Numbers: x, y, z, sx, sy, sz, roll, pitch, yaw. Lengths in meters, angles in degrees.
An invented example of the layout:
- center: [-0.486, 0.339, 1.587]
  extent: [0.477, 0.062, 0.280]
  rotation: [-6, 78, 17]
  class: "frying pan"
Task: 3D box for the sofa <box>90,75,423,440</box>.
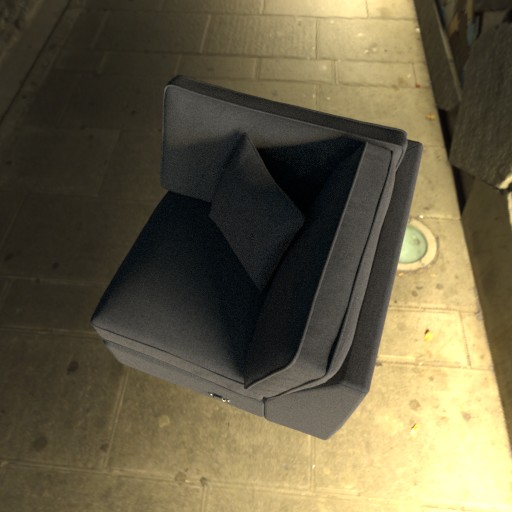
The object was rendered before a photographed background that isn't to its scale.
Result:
- center: [0.000, 0.000, 1.918]
  extent: [1.084, 1.002, 1.146]
  rotation: [17, 59, 10]
  class: "sofa"
